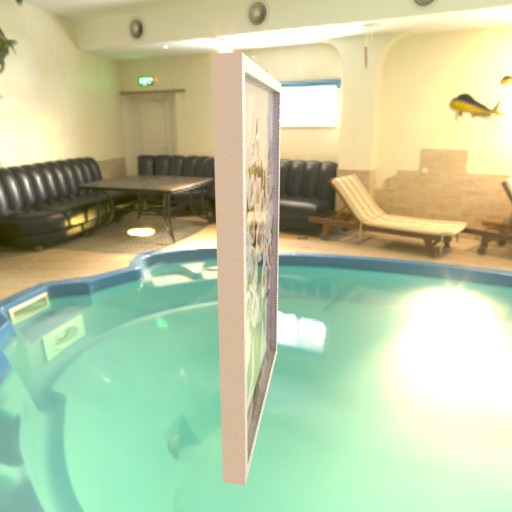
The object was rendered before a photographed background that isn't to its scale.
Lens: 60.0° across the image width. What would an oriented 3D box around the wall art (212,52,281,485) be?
[{"bbox_3d":[0.000,0.000,0.556,0.025,0.428,0.293,3,17,9],"label":"wall art"}]
